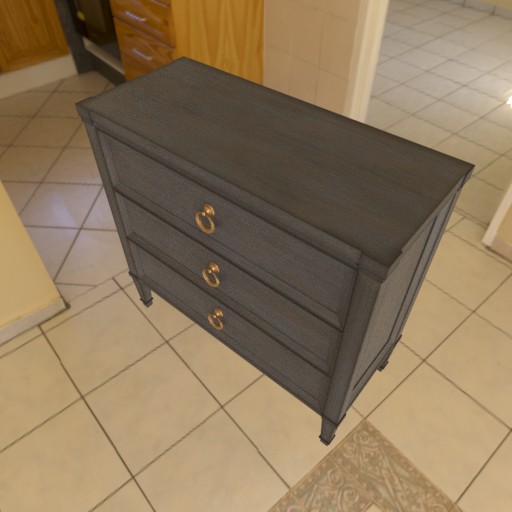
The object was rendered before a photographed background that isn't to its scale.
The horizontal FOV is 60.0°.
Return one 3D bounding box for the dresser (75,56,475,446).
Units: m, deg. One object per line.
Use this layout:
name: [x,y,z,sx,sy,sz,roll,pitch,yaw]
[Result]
dresser: [0.000,0.000,1.577,1.049,0.986,0.463,31,54,26]
